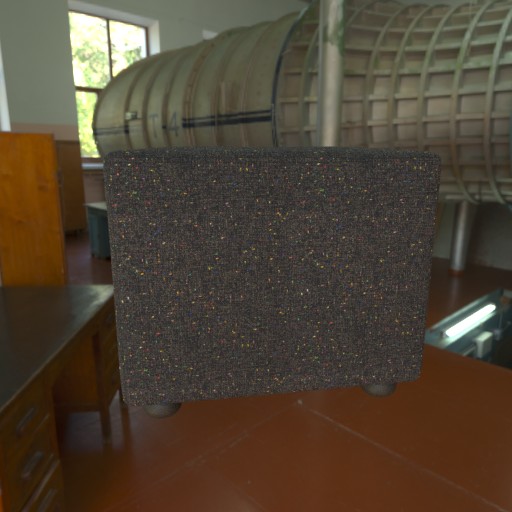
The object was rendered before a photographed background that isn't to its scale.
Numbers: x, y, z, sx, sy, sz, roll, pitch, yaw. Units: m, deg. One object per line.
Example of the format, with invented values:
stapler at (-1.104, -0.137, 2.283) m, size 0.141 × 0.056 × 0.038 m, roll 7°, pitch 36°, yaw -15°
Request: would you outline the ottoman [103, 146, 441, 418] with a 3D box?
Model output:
ottoman at (0.000, 0.000, 0.905) m, size 0.508 × 0.432 × 0.508 m, roll -2°, pitch 13°, yaw -9°
